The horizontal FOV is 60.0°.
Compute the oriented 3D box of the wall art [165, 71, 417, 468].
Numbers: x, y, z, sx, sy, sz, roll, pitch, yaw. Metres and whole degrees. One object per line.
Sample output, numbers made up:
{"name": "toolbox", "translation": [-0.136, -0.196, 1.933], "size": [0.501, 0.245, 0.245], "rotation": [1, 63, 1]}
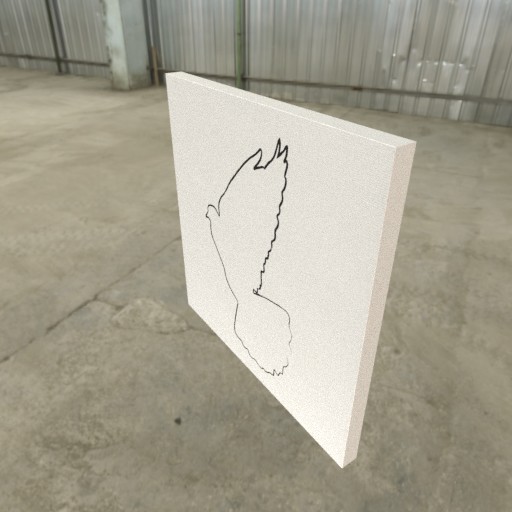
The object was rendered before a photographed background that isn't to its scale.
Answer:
{"name": "wall art", "translation": [0.000, 0.000, 0.888], "size": [0.038, 0.610, 0.610], "rotation": [-20, 37, -29]}
